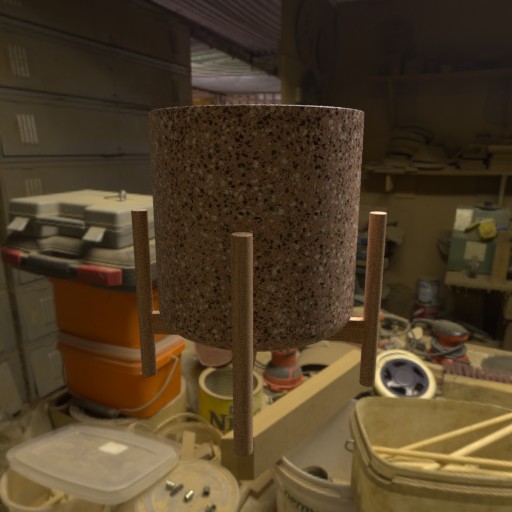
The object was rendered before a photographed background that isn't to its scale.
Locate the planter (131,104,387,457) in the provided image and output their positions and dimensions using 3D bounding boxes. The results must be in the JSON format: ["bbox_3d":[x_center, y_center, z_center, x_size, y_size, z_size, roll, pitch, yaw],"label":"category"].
[{"bbox_3d":[0.000,0.000,0.688,0.360,0.419,0.360,7,15,27],"label":"planter"}]
